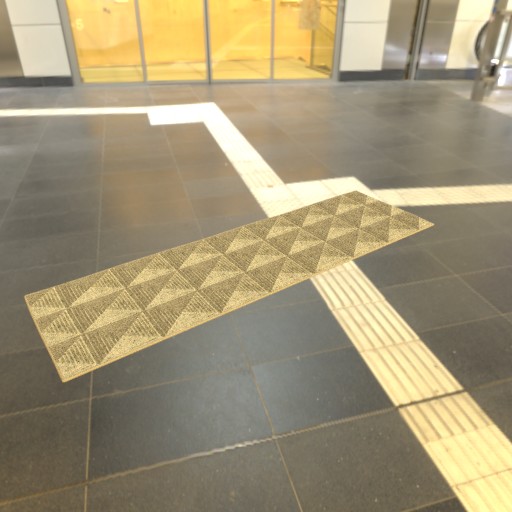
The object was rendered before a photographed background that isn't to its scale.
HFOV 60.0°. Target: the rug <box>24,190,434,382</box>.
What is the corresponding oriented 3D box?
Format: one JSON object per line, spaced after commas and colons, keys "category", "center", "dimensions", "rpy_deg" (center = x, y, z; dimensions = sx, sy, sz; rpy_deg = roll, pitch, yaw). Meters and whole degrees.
{"category": "rug", "center": [0.000, 0.000, 2.363], "dimensions": [2.182, 0.015, 0.645], "rpy_deg": [-20, 37, -29]}
